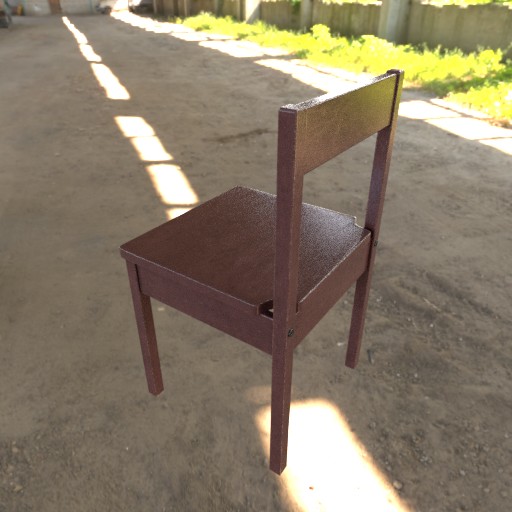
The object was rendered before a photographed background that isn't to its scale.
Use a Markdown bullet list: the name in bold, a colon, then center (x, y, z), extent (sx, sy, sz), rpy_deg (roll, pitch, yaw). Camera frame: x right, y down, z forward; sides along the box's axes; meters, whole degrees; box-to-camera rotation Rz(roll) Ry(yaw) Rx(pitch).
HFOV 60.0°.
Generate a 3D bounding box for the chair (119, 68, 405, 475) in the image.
- **chair**: center (0.000, 0.000, 0.869), extent (0.361, 0.668, 0.367), rpy_deg (20, 36, 29)
